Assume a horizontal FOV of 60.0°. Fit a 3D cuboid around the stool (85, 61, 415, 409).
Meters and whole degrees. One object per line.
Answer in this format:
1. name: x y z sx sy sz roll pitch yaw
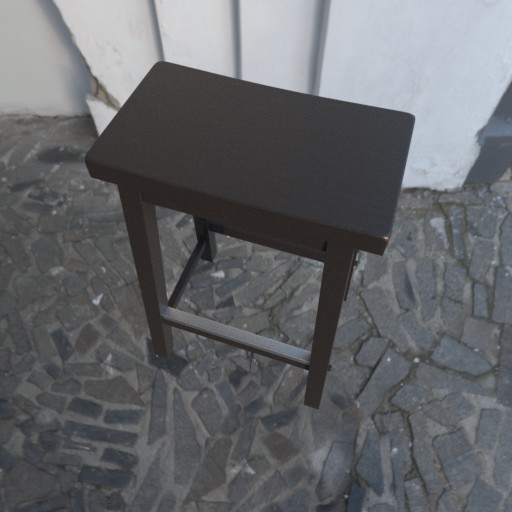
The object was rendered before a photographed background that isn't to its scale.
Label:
1. stool: 0.000 0.000 0.861 0.406 0.610 0.322 16 59 10
